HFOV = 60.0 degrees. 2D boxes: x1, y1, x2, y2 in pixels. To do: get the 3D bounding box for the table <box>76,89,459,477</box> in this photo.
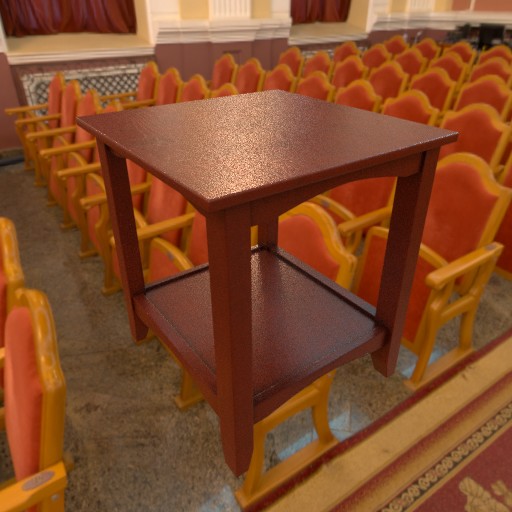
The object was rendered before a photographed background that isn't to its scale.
[{"bbox_3d":[0.000,0.000,0.951,0.522,0.558,0.523,-19,35,-28],"label":"table"}]
